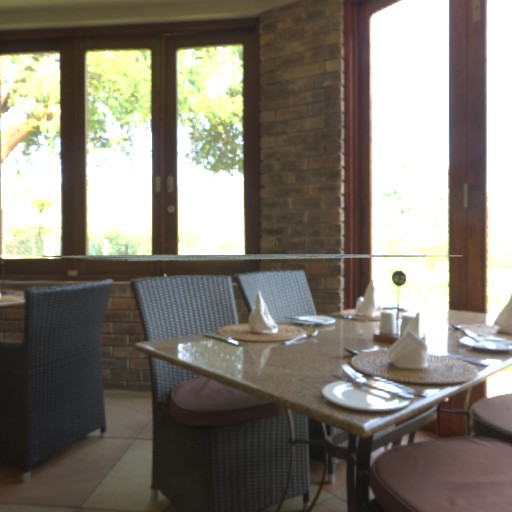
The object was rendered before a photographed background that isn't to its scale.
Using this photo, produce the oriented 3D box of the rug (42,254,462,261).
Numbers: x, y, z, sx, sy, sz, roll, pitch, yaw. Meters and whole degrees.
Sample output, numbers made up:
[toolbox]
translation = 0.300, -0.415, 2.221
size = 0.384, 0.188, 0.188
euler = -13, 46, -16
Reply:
[rug]
translation = 0.000, 0.000, 2.312
size = 1.827, 0.005, 1.229
euler = -1, 1, -36
